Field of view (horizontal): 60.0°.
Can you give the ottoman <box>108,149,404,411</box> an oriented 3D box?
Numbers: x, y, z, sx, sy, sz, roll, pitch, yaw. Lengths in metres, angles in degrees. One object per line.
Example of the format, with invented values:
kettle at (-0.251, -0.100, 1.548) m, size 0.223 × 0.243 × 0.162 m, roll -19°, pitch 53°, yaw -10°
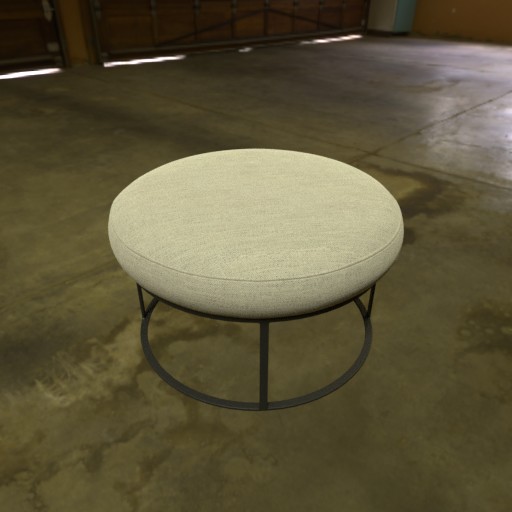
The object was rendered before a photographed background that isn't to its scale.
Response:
ottoman at (0.000, 0.000, 1.267) m, size 0.769 × 0.459 × 0.769 m, roll 0°, pitch 31°, yaw 0°
